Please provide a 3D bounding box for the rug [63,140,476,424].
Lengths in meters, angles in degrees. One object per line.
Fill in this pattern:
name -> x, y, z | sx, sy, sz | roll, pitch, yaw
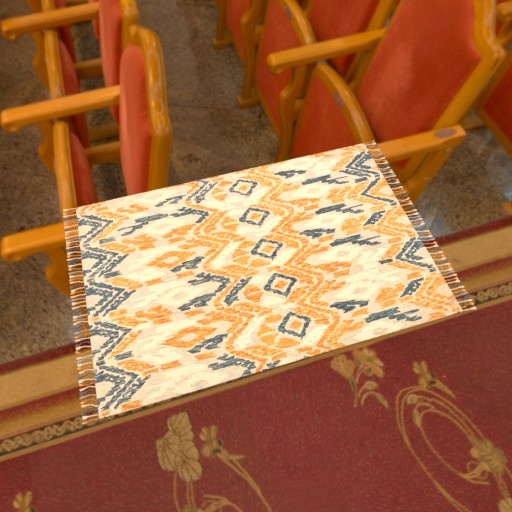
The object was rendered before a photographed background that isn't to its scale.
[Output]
rug -> 0.000, 0.000, 2.965 | 2.428, 0.010, 1.533 | -14, 60, -9
